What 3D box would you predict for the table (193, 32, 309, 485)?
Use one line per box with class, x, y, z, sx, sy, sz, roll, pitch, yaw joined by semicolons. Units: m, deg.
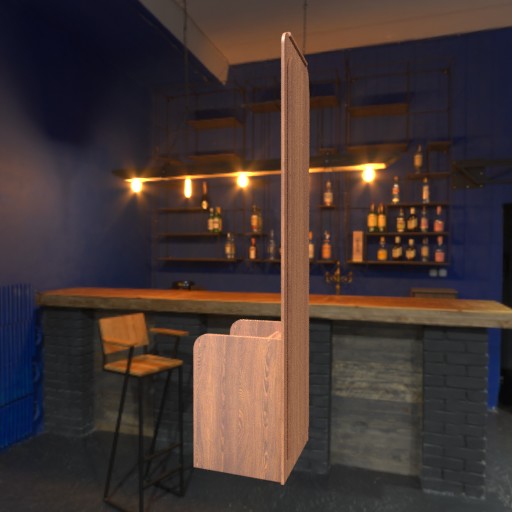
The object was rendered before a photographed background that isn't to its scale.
table;0.000;0.000;2.031;0.420;1.830;0.450;0;1;19
